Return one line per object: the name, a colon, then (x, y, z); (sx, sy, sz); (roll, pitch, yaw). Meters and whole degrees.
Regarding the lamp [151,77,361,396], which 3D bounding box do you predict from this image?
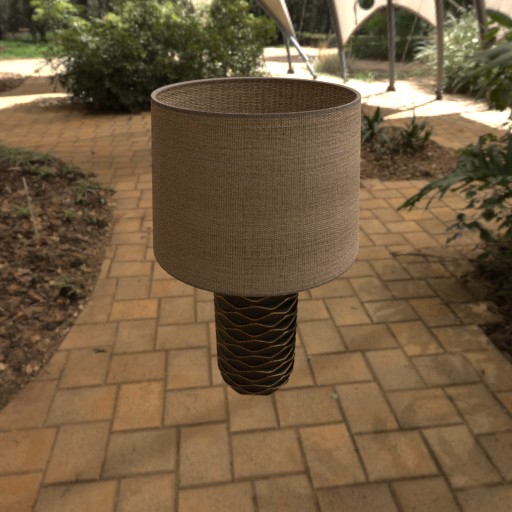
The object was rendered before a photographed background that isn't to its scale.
lamp: (0.000, 0.000, 0.843); (0.376, 0.594, 0.376); (0, 30, 0)
